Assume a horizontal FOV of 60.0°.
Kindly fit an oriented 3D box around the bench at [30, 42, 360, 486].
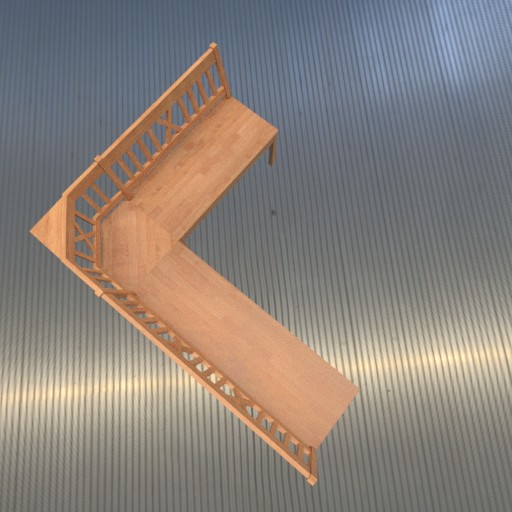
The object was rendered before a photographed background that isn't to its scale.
[{"bbox_3d":[0.000,0.000,2.770,1.937,0.902,1.537,38,78,10],"label":"bench"}]
